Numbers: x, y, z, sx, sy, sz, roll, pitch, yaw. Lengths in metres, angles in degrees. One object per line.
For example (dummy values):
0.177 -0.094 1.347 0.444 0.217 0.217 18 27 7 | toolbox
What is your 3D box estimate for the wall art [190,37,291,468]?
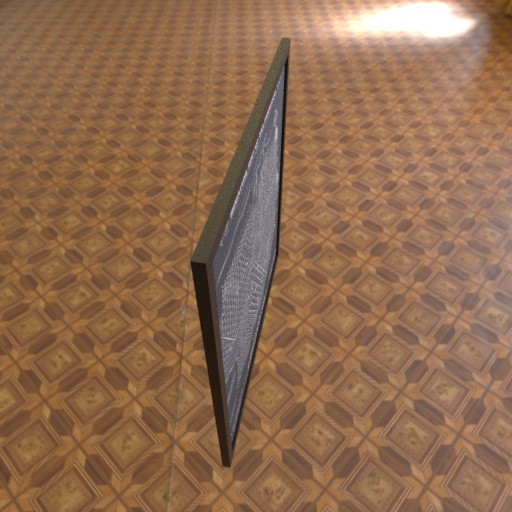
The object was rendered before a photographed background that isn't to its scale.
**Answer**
0.000 0.000 1.167 0.022 0.807 0.807 8 47 8 | wall art
